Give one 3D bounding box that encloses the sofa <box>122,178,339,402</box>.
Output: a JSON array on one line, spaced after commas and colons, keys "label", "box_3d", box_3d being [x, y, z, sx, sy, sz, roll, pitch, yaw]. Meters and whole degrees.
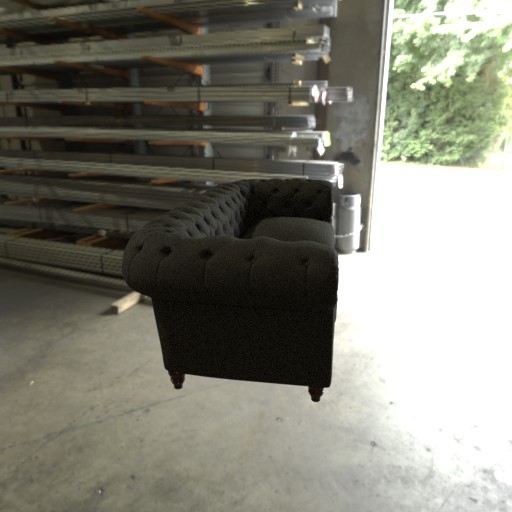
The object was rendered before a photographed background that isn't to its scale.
[{"label": "sofa", "box_3d": [0.000, 0.000, 2.817, 0.991, 0.762, 2.362, 3, 17, 9]}]
